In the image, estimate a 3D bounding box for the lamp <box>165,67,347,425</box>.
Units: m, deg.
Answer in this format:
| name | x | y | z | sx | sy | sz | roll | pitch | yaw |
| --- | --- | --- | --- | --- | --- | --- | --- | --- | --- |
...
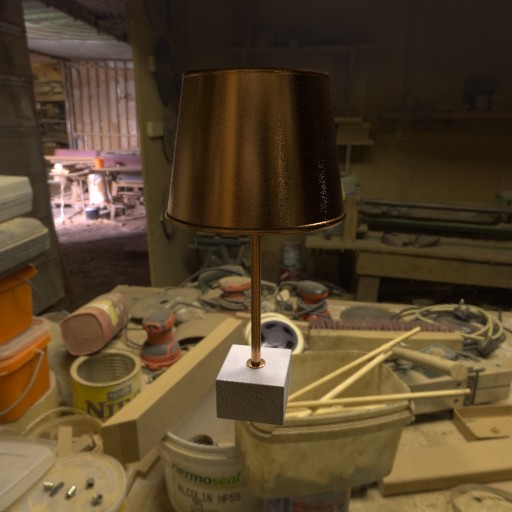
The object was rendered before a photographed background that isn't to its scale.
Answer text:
| name | x | y | z | sx | sy | sz | roll | pitch | yaw |
| --- | --- | --- | --- | --- | --- | --- | --- | --- | --- |
| lamp | 0.000 | 0.000 | 0.535 | 0.208 | 0.406 | 0.208 | 0 | 17 | 0 |
